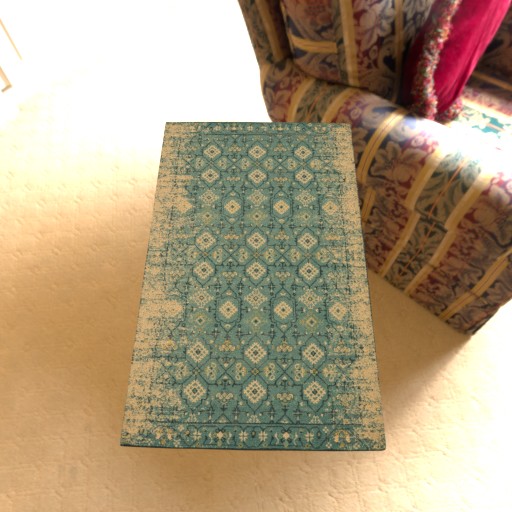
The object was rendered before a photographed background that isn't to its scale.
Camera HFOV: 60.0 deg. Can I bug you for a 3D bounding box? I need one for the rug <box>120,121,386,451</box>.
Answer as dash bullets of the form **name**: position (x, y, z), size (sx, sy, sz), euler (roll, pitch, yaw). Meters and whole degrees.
- **rug**: position (0.000, 0.000, 2.229), size (1.102, 0.008, 1.795), euler (1, 63, 0)
